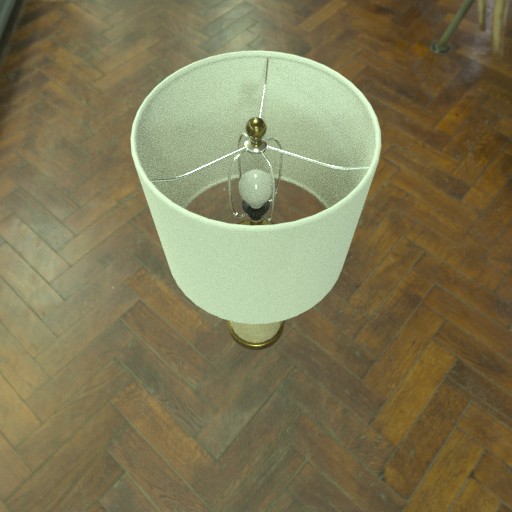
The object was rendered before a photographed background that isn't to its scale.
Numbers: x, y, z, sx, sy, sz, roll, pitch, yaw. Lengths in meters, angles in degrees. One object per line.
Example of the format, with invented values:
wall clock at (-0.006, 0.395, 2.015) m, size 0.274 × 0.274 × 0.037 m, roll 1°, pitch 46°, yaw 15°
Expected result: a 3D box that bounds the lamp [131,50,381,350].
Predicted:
lamp at (0.000, 0.000, 0.804) m, size 0.305 × 0.634 × 0.305 m, roll -30°, pitch 63°, yaw -17°
